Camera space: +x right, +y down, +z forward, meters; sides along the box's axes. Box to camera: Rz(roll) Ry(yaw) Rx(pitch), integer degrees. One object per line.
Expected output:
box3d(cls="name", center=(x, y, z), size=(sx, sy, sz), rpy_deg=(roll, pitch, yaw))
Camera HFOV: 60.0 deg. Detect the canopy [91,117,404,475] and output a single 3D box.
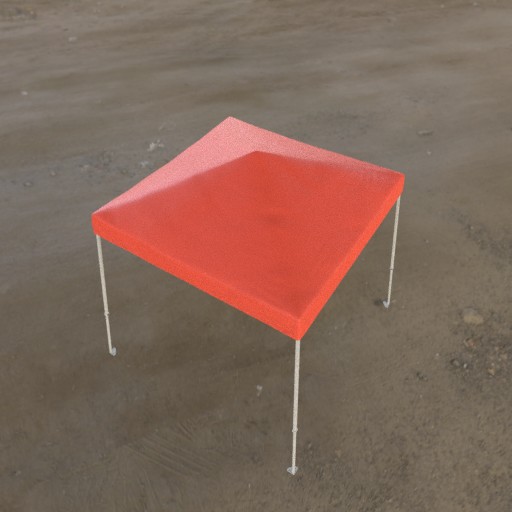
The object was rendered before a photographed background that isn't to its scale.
box3d(cls="canopy", center=(0.000, 0.000, 5.231), size=(2.850, 2.850, 2.849), rpy_deg=(25, 50, 23))
